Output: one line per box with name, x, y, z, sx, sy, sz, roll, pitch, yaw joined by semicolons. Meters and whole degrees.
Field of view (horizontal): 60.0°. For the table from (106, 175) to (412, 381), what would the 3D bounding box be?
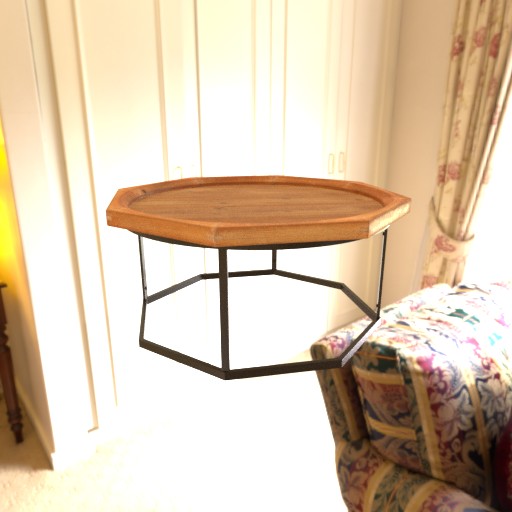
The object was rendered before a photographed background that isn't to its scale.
table;0.000;0.000;1.557;1.002;0.444;1.002;0;17;0
